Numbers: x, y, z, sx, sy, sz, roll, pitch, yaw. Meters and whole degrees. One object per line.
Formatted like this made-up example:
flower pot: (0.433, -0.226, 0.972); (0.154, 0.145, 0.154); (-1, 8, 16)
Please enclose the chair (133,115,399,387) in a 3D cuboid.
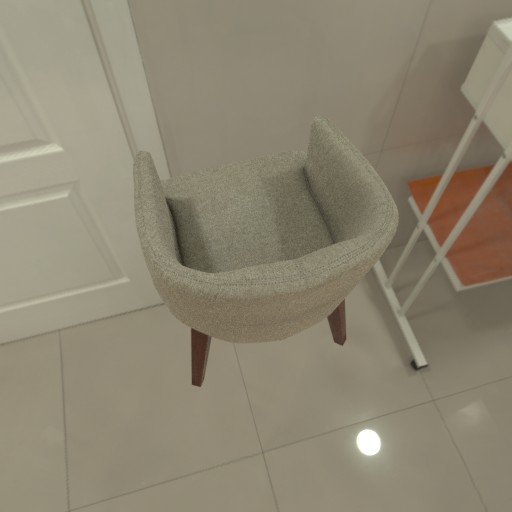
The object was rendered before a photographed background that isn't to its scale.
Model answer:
chair: (0.000, 0.000, 1.279); (0.583, 0.811, 0.655); (-14, 59, -8)
